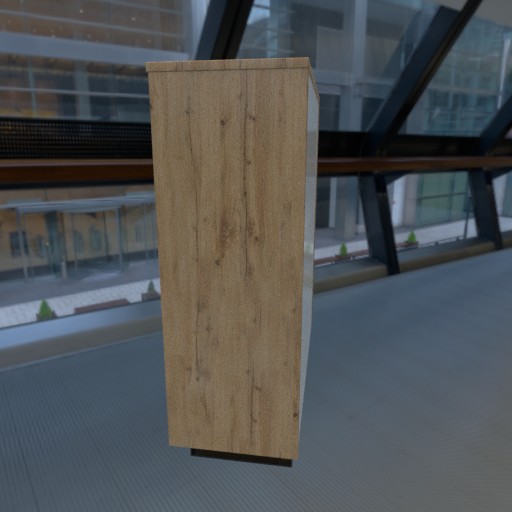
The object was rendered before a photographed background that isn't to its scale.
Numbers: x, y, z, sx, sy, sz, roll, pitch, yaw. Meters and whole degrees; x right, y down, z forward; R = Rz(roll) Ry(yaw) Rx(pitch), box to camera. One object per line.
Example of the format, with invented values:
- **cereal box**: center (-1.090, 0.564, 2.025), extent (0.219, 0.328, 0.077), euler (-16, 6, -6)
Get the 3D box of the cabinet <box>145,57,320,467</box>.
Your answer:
- **cabinet**: center (0.000, 0.000, 1.936), extent (0.473, 1.397, 1.168), euler (2, 15, 9)
